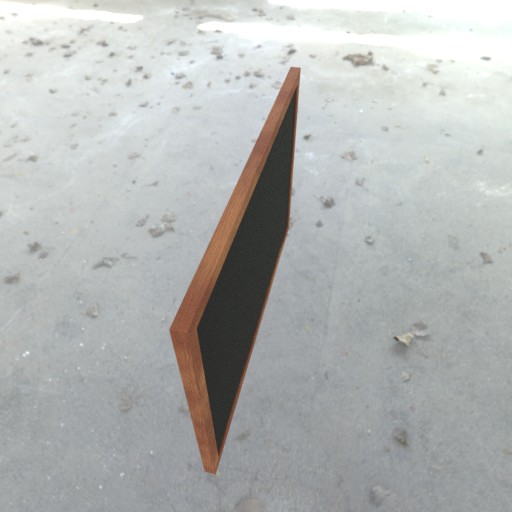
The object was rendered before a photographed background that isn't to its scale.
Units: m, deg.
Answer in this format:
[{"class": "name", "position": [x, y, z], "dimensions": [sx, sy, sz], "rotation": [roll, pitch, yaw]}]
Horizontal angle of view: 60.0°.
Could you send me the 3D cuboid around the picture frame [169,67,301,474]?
[{"class": "picture frame", "position": [0.000, 0.000, 1.216], "dimensions": [0.029, 0.640, 0.950], "rotation": [10, 47, 10]}]
